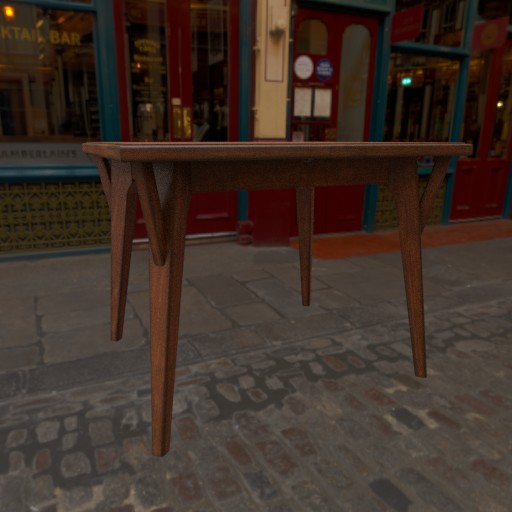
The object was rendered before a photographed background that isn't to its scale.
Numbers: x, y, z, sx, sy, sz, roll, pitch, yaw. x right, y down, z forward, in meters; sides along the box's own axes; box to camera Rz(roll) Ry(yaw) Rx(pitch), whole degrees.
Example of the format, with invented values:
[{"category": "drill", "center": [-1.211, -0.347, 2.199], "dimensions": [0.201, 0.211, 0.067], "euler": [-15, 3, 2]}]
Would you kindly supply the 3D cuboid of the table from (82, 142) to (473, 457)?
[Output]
[{"category": "table", "center": [0.000, 0.000, 1.533], "dimensions": [0.991, 0.761, 0.838], "euler": [-7, 16, -25]}]
